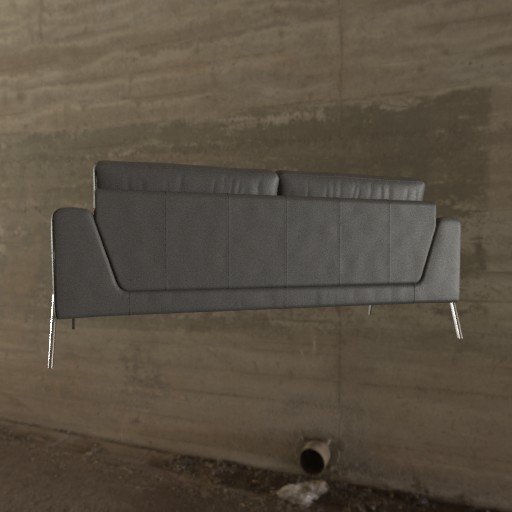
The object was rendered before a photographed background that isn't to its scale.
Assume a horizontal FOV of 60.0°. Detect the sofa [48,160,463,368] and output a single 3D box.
[{"bbox_3d":[0.000,0.000,2.499,2.017,0.875,0.953,0,1,-17],"label":"sofa"}]
